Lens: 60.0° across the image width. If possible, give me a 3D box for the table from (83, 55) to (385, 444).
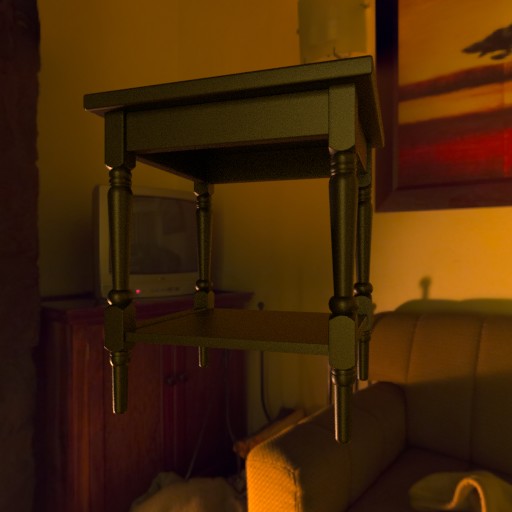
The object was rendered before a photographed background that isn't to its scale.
[{"bbox_3d":[0.000,0.000,0.903,0.488,0.565,0.442,0,0,18],"label":"table"}]
